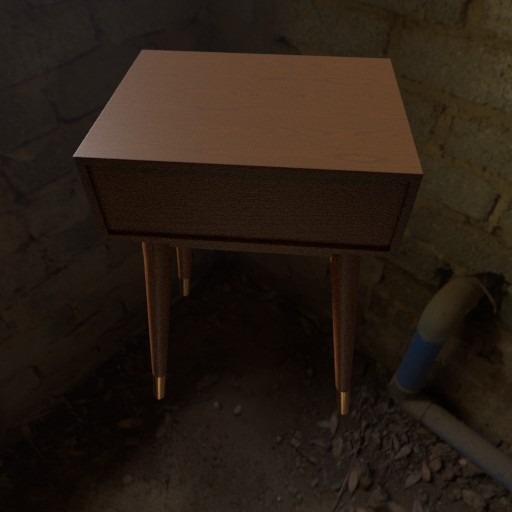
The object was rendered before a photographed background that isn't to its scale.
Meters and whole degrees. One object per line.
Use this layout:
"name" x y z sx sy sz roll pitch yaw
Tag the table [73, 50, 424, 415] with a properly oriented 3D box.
"table" 0.000 0.000 0.800 0.406 0.599 0.300 4 47 3
